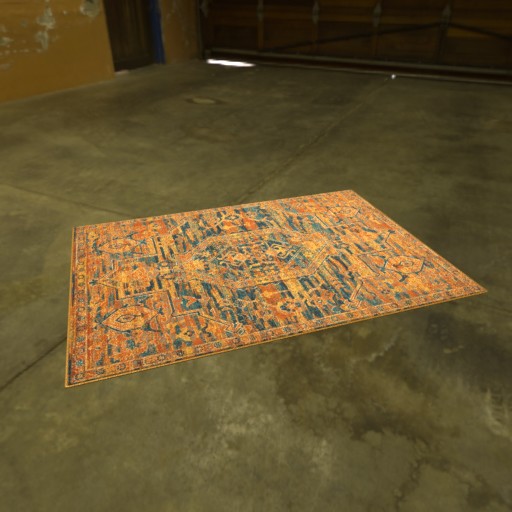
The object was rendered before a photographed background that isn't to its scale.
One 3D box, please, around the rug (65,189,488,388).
[{"bbox_3d":[0.000,0.000,3.685,2.916,0.019,2.043,-10,32,-16],"label":"rug"}]
